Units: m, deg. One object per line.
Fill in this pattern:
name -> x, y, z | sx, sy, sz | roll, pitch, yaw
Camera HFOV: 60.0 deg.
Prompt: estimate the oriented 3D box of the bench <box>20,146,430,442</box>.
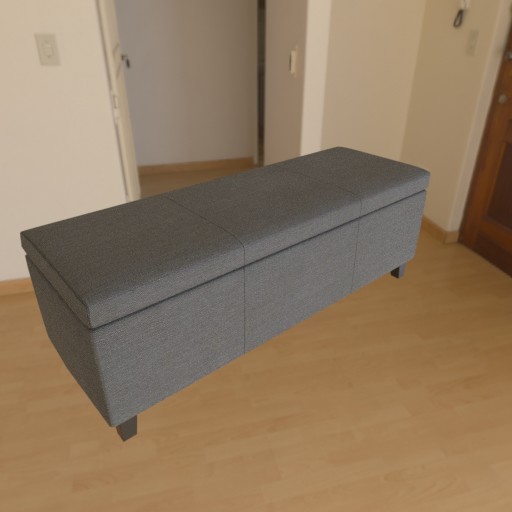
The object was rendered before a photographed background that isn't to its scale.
bench -> 0.000, 0.000, 1.444 | 1.269, 0.438, 0.446 | -23, 36, -34
